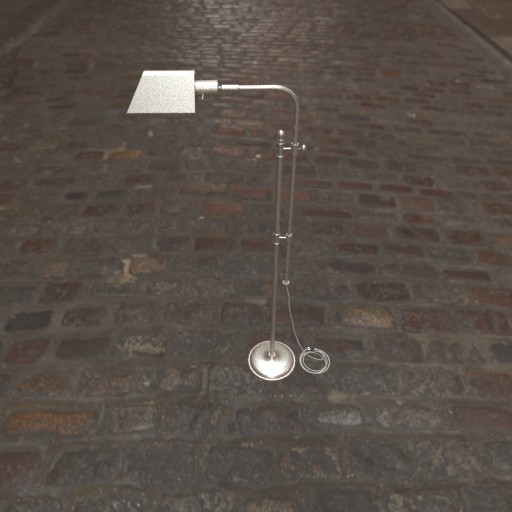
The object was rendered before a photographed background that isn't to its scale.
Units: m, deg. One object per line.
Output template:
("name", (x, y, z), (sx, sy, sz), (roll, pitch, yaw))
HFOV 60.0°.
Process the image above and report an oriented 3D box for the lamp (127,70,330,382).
("lamp", (0.000, 0.000, 1.915), (0.813, 1.571, 0.256), (0, 42, 0))
